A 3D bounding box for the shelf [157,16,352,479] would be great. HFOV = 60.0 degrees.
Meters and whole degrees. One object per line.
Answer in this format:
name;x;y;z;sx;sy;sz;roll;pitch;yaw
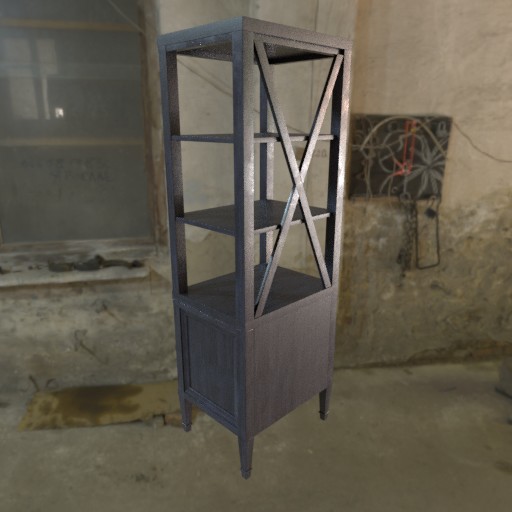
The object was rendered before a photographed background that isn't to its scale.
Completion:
shelf;0.000;0.000;1.932;0.584;1.727;0.472;-16;23;-42
